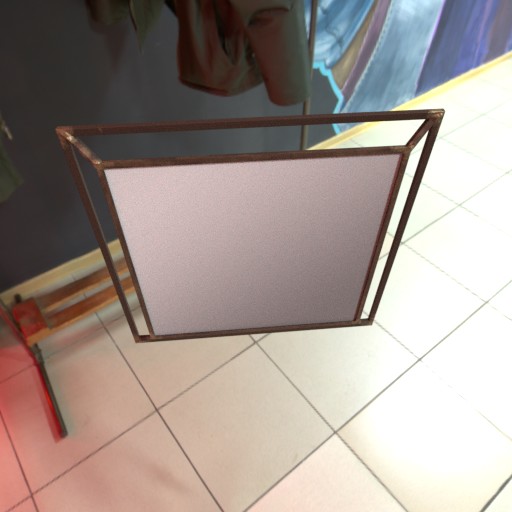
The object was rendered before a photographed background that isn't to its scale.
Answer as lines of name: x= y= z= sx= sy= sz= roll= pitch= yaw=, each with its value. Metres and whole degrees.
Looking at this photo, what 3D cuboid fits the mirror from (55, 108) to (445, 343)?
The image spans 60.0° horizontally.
mirror: x=0.000 y=0.000 z=0.911 sx=0.610 sy=0.610 sz=0.032 roll=-4 pitch=48 yaw=-3
